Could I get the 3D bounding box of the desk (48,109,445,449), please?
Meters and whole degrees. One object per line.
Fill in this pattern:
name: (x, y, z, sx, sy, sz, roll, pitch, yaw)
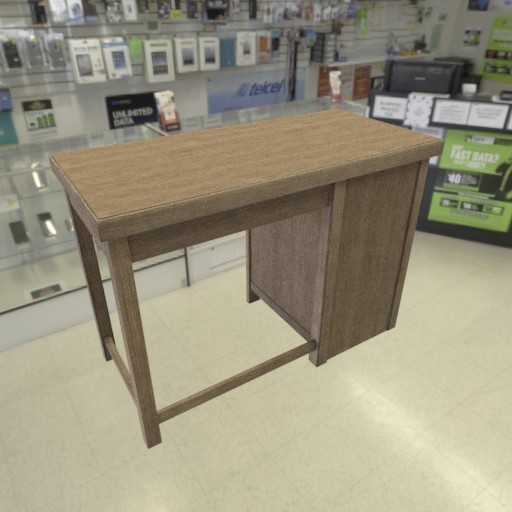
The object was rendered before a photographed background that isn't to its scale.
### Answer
desk: (0.000, 0.000, 1.814, 1.289, 0.912, 0.610, -18, 35, -27)
